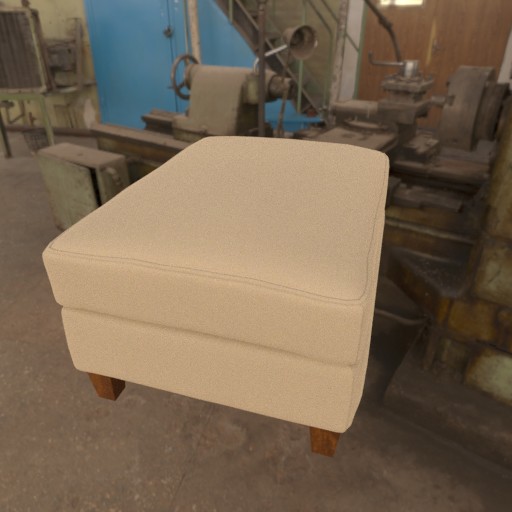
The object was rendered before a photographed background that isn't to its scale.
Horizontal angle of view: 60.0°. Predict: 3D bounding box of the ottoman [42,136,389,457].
[{"bbox_3d":[0.000,0.000,1.177,0.634,0.485,0.818,9,31,14],"label":"ottoman"}]
